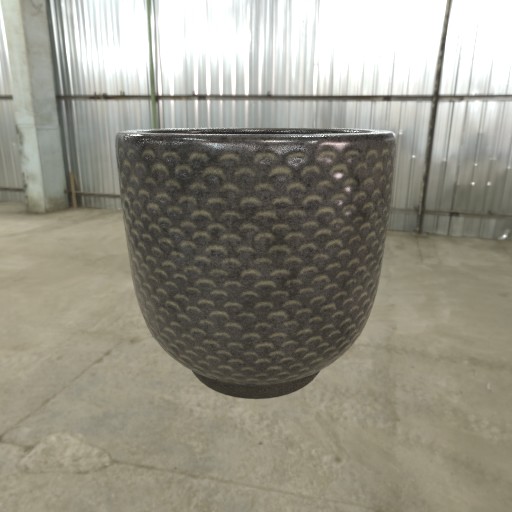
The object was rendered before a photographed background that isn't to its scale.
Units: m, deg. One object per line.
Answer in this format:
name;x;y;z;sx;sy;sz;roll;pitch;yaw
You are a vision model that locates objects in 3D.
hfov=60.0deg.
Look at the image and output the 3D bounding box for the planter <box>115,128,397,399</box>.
planter;0.000;0.000;0.349;0.197;0.191;0.197;0;17;0
